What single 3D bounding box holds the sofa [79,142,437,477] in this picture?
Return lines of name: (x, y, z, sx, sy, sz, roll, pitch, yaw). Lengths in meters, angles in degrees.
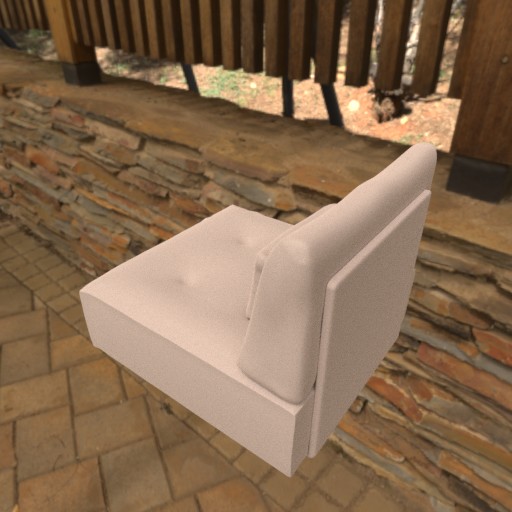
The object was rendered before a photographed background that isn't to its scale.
sofa: (0.000, 0.000, 1.690, 1.000, 0.828, 0.935, 22, 38, 31)
